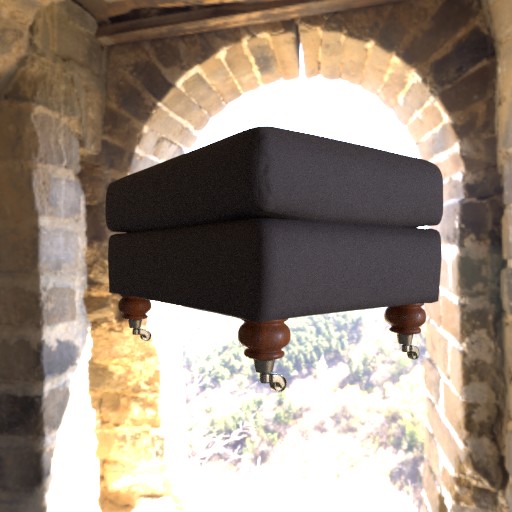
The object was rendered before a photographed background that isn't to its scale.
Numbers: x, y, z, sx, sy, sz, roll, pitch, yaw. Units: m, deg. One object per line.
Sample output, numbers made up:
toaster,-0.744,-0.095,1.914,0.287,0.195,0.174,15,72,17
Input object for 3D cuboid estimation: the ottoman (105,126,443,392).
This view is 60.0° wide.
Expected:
ottoman,0.000,0.000,1.168,0.574,0.497,0.773,0,0,-37
